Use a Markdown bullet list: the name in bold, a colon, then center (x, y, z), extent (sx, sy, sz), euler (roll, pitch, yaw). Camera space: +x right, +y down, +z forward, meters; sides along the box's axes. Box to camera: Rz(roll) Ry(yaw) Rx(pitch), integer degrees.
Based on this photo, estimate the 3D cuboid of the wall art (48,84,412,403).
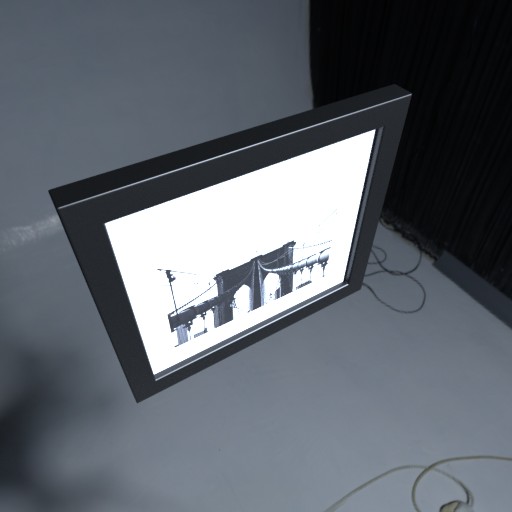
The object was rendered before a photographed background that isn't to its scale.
- **wall art**: center (0.000, 0.000, 0.540), extent (0.380, 0.330, 0.028), euler (-23, 50, -21)
